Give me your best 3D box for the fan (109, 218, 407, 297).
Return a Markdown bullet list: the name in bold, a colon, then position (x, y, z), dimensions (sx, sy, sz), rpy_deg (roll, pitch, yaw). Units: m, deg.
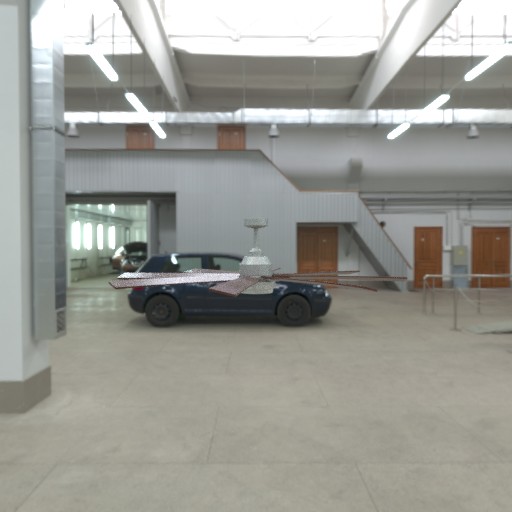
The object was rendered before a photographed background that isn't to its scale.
- **fan**: position (0.000, 0.000, 2.812), dimensions (1.830, 0.472, 1.830), rpy_deg (-1, 2, -36)
